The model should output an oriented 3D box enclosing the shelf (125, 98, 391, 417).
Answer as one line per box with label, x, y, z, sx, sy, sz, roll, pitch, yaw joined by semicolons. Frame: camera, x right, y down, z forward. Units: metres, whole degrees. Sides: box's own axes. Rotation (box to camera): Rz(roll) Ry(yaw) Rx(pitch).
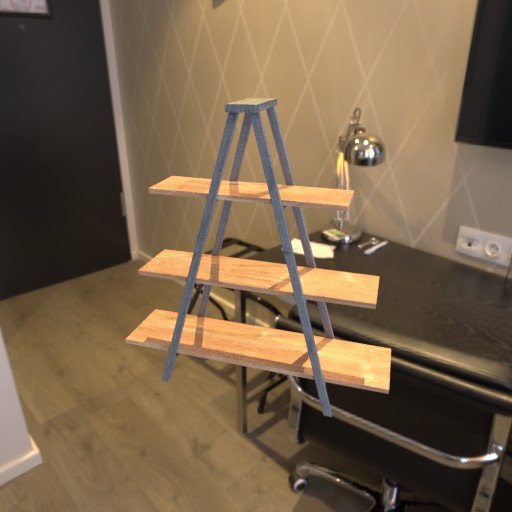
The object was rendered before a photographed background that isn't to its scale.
shelf;0.000;0.000;2.727;1.746;1.808;0.508;7;25;16
